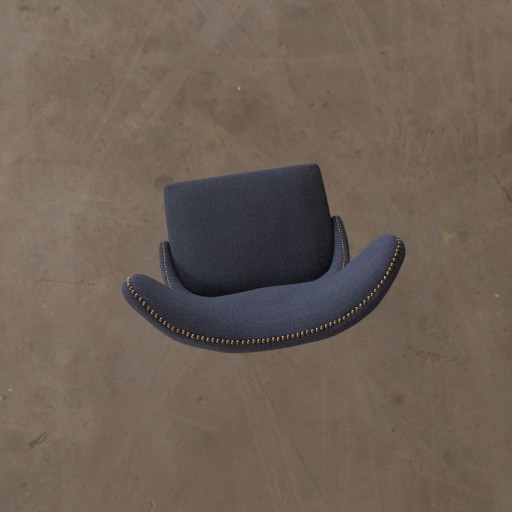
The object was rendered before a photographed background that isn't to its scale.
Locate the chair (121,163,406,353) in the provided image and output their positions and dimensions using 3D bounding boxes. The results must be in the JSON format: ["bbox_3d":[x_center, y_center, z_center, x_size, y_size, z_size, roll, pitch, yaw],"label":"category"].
[{"bbox_3d":[0.000,0.000,1.402,0.628,0.967,0.635,-9,75,-2],"label":"chair"}]
